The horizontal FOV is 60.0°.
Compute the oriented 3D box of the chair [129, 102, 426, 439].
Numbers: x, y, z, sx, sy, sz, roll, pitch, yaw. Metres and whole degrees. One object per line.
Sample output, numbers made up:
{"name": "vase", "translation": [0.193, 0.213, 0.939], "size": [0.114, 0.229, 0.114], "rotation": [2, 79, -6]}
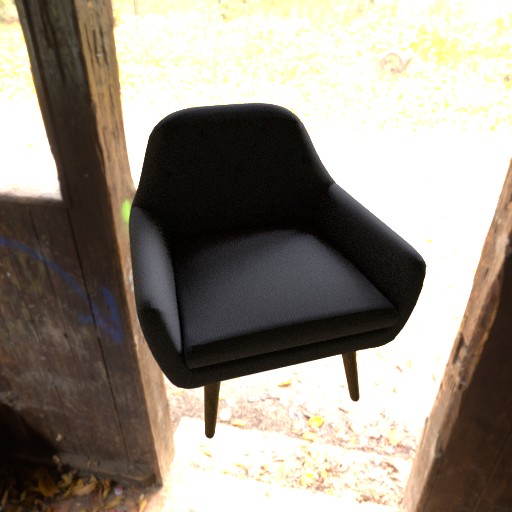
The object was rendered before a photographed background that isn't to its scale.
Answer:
{"name": "chair", "translation": [0.000, 0.000, 1.438], "size": [0.770, 0.800, 0.779], "rotation": [-9, 33, -14]}
